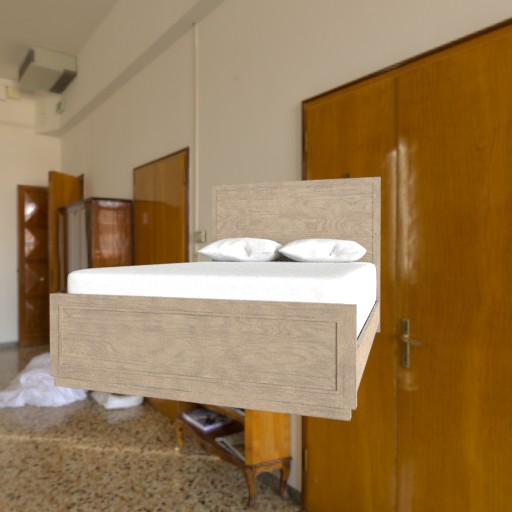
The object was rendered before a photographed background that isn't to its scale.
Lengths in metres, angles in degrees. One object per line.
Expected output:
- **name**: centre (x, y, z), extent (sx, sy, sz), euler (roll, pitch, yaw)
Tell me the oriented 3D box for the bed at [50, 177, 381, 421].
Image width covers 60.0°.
- **bed**: centre (0.000, 0.000, 3.153), extent (1.606, 1.369, 2.189), euler (0, 1, 18)
